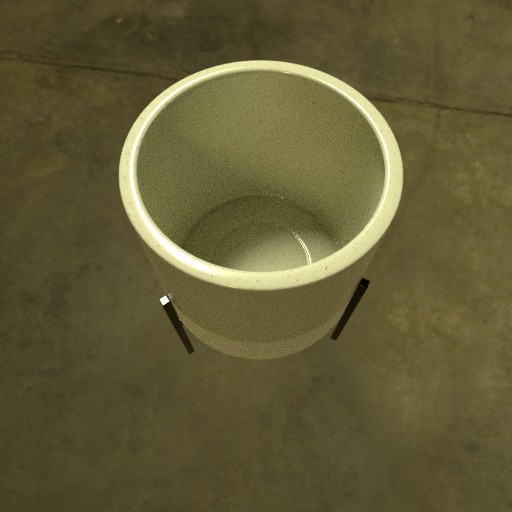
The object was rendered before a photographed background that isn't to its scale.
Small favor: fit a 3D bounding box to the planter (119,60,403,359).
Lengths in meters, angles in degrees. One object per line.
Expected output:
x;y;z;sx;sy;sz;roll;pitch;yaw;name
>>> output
0.000;0.000;0.340;0.159;0.230;0.152;-32;68;-15;planter
